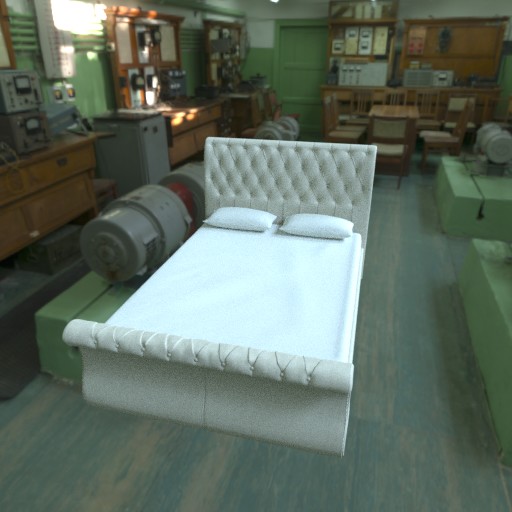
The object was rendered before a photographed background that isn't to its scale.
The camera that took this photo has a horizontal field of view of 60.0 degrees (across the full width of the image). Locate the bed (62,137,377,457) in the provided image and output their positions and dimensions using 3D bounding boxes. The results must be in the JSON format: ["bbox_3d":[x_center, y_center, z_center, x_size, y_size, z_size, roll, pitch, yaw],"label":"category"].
[{"bbox_3d":[0.000,0.000,3.353,1.606,1.268,2.493,6,26,13],"label":"bed"}]
